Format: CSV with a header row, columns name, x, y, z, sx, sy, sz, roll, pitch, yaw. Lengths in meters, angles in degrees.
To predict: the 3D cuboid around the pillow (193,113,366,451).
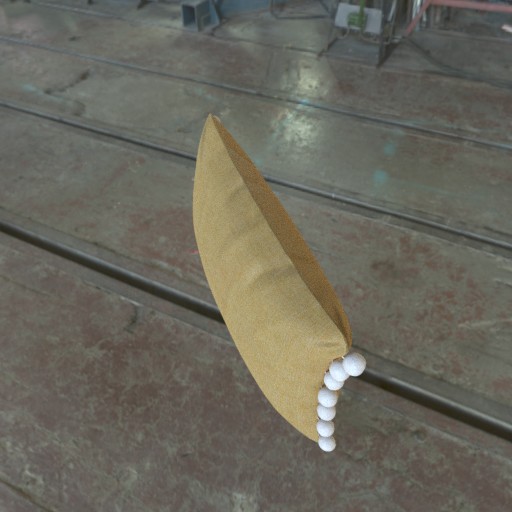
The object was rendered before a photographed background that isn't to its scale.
name,x,y,z,sx,sy,sz,roll,pitch,yaw
pillow,0.000,0.000,0.874,0.201,0.322,0.709,-14,46,-13
